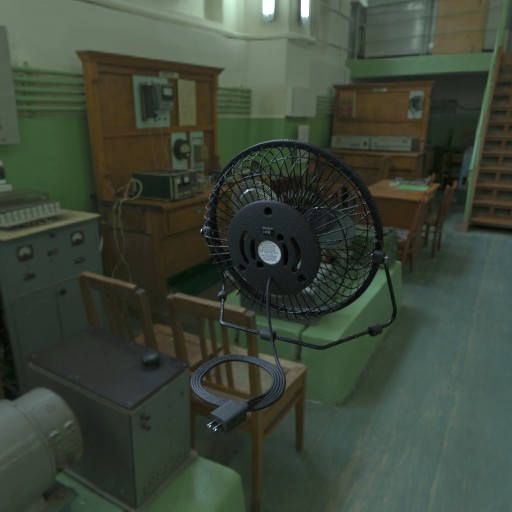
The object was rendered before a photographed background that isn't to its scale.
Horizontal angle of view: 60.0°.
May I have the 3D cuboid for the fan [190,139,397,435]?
[{"bbox_3d":[0.000,0.000,0.381,0.209,0.188,0.227,9,20,26],"label":"fan"}]
